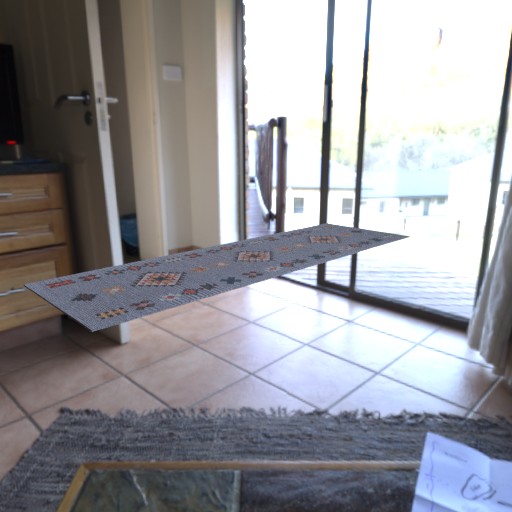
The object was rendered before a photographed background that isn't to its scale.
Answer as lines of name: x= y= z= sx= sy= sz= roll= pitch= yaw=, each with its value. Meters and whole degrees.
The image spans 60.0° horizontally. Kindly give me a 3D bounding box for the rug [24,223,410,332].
rug: x=0.000 y=0.000 z=2.724 sx=2.432 sy=0.008 sz=0.766 roll=-14 pitch=20 yaw=-42
